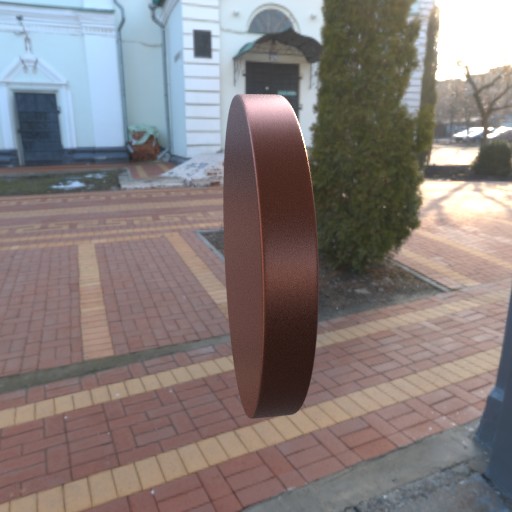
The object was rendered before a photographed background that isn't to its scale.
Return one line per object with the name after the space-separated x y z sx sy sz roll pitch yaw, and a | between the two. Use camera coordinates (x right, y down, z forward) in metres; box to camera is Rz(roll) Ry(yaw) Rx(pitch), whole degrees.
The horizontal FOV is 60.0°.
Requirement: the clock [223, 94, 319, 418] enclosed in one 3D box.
0.000 0.000 0.457 0.040 0.313 0.313 -2 16 -9 | clock
